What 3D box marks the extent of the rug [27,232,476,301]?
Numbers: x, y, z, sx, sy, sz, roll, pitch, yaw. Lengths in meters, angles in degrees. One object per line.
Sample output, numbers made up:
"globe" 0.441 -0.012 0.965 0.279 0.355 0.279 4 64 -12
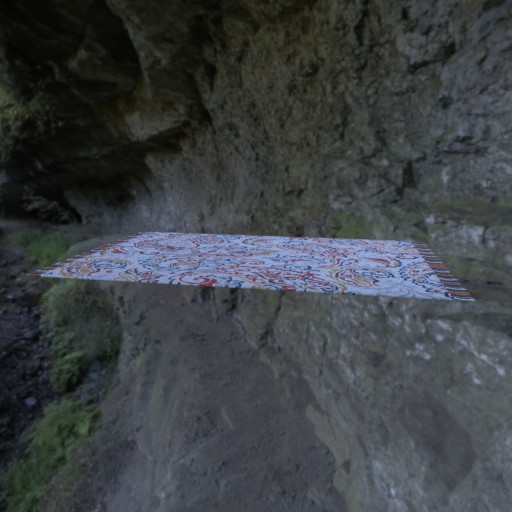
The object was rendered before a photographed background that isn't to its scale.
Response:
"rug" 0.000 0.000 2.493 1.997 0.010 1.218 3 13 11
